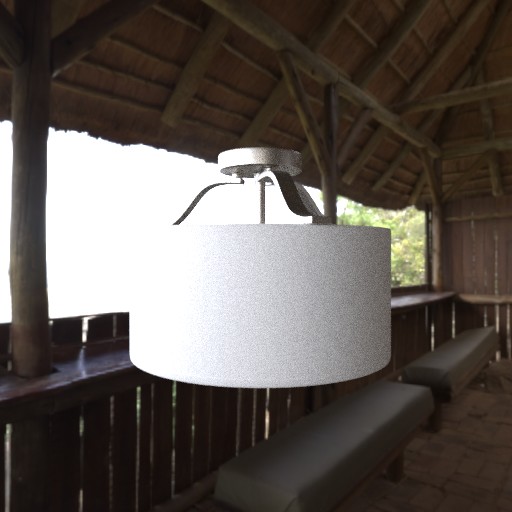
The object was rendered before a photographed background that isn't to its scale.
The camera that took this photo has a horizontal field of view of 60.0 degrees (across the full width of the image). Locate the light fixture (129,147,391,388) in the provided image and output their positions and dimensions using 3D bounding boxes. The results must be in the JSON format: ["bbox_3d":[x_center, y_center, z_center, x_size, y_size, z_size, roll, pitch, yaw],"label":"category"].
[{"bbox_3d":[0.000,0.000,0.677,0.395,0.304,0.395,0,1,0],"label":"light fixture"}]
